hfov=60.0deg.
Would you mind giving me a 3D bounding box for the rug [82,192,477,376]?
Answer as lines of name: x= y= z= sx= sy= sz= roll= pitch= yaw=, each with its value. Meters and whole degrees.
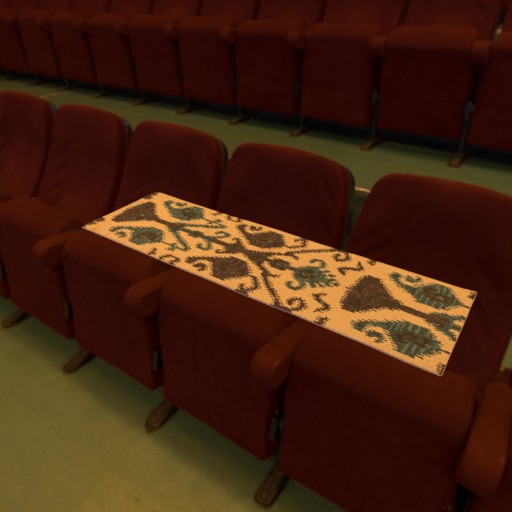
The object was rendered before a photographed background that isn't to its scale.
rug: x=0.000 y=0.000 z=2.601 sx=2.301 sy=0.017 sz=0.692 roll=20 pitch=37 yaw=28
